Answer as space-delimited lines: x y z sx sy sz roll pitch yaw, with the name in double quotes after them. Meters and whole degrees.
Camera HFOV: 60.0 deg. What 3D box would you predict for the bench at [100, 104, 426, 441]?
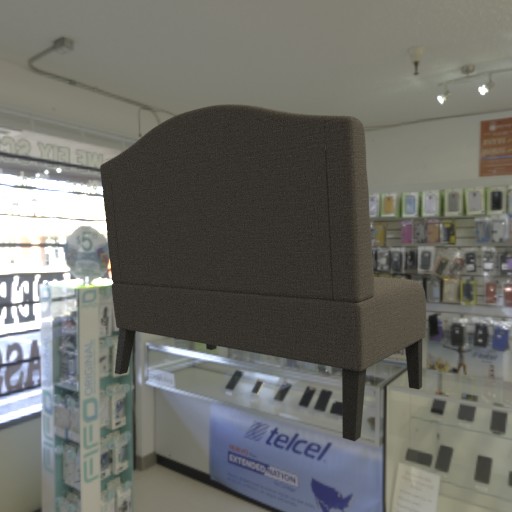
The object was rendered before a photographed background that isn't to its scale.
0.000 0.000 2.072 1.335 1.180 0.815 1 1 37 "bench"
